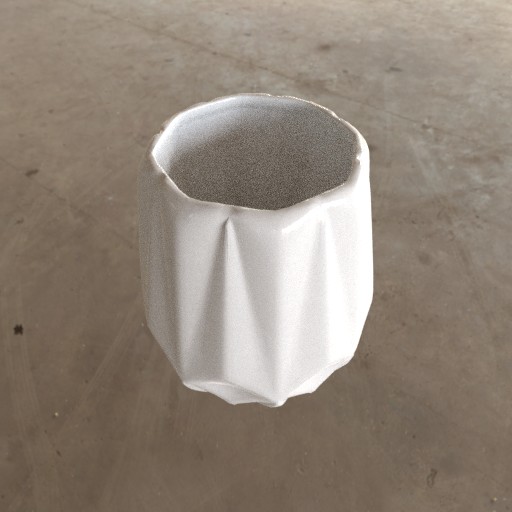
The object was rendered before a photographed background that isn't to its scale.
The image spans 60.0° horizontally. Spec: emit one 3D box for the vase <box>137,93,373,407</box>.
[{"bbox_3d":[0.000,0.000,0.258,0.141,0.152,0.141,0,47,0],"label":"vase"}]
